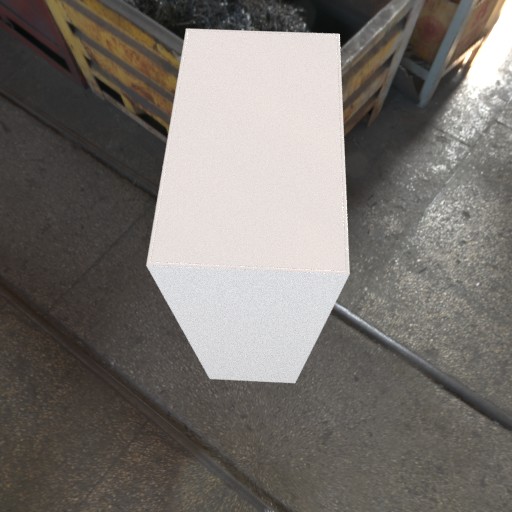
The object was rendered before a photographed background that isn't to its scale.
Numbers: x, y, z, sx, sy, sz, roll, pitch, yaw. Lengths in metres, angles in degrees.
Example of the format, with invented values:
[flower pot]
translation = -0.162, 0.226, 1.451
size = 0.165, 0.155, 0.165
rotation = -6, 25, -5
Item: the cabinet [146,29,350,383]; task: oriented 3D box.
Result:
[cabinet]
translation = 0.000, 0.000, 2.337
size = 0.580, 1.920, 0.980
rotation = 3, 65, 1
